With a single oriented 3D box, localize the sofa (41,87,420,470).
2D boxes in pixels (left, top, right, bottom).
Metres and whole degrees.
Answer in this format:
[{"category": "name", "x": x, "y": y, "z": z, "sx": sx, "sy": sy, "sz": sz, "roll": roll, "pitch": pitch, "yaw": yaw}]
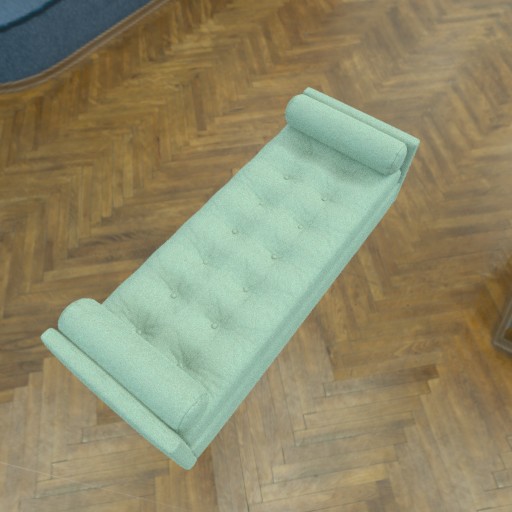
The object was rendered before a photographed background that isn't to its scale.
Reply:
[{"category": "sofa", "x": 0.000, "y": 0.000, "z": 2.458, "sx": 0.796, "sy": 0.705, "sz": 2.102, "roll": 33, "pitch": 64, "yaw": 18}]
